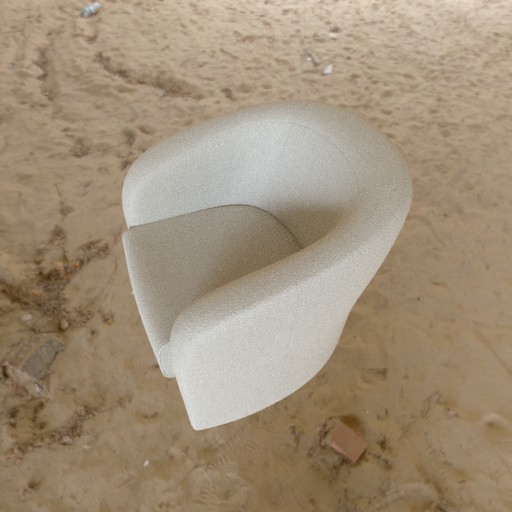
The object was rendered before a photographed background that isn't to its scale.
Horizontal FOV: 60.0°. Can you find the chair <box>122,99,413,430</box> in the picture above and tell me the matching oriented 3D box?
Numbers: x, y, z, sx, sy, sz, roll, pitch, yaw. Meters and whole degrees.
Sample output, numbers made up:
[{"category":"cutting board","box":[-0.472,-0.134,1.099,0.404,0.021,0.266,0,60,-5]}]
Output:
[{"category":"chair","box":[0.000,0.000,1.468,0.815,0.771,0.791,-17,48,-16]}]
